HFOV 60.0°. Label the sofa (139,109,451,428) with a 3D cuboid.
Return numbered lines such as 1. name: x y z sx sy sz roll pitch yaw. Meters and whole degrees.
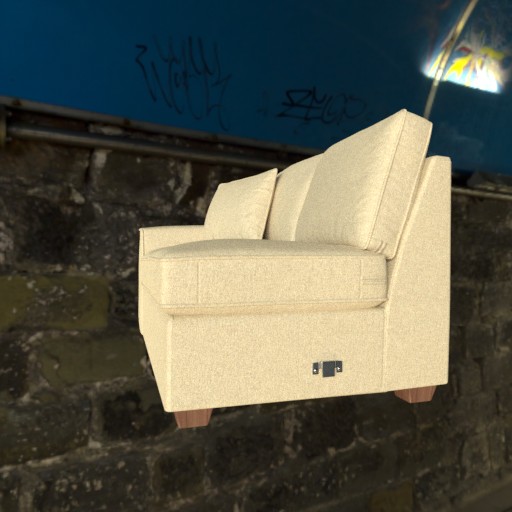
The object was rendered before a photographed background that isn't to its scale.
1. sofa: 0.000 0.000 1.997 0.991 0.989 1.388 0 0 -17
